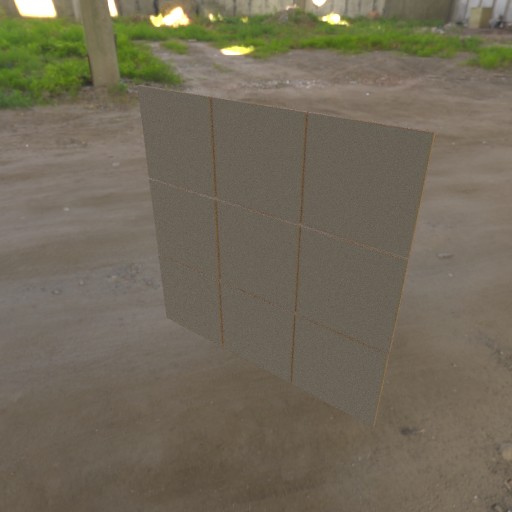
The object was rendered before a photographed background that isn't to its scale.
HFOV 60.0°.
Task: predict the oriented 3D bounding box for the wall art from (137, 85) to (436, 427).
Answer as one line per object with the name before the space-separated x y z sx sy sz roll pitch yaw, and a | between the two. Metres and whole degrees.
wall art | 0.000 0.000 1.384 0.919 0.917 0.010 21 36 31
